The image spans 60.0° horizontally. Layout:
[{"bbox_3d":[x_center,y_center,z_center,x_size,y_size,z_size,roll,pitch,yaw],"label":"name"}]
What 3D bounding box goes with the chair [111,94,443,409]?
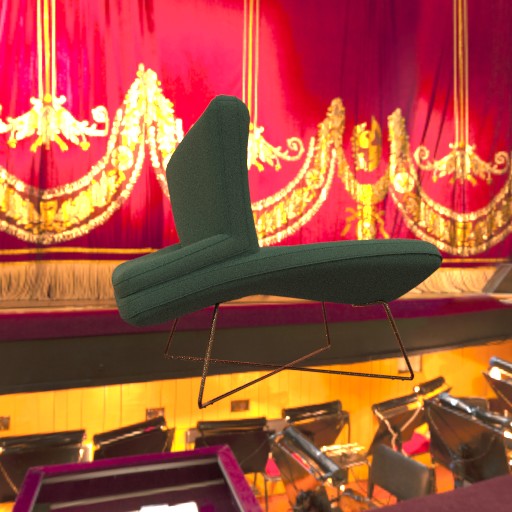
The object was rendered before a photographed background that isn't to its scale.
[{"bbox_3d":[0.000,0.000,1.634,1.008,0.855,0.859,0,0,-19],"label":"chair"}]
